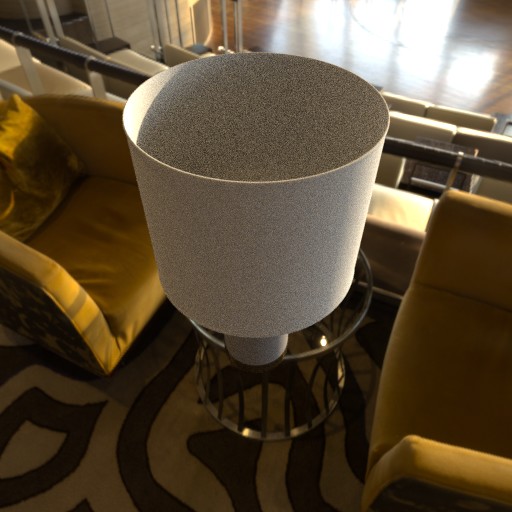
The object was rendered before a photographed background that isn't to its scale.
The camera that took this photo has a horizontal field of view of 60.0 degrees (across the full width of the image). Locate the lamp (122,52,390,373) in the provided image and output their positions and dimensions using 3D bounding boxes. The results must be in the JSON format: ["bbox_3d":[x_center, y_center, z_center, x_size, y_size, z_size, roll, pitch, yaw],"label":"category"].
[{"bbox_3d":[0.000,0.000,0.523,0.229,0.380,0.229,0,46,0],"label":"lamp"}]
